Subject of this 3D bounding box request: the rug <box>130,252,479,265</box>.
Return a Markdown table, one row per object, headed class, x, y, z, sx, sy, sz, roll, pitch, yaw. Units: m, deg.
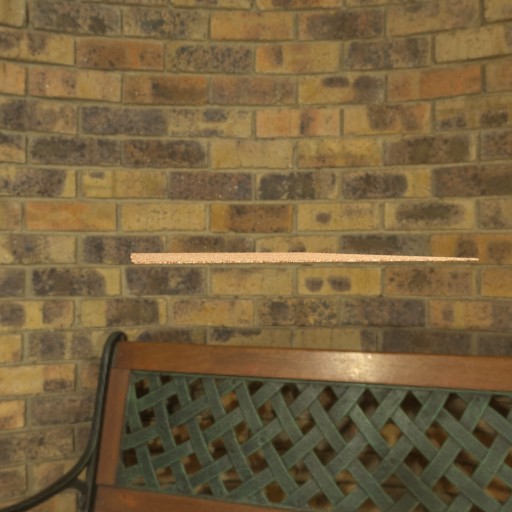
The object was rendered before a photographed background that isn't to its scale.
| class | x | y | z | sx | sy | sz | roll | pitch | yaw |
| --- | --- | --- | --- | --- | --- | --- | --- | --- | --- |
| rug | 0.000 | 0.000 | 2.831 | 1.566 | 0.013 | 2.141 | 0 | 1 | -17 |
